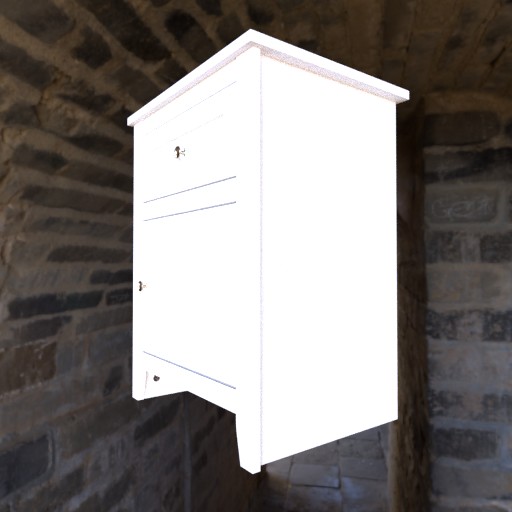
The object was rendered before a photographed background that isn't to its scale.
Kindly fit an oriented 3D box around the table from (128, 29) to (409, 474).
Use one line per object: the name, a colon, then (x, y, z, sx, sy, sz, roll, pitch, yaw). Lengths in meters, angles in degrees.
table: (0.000, 0.000, 0.929, 0.381, 0.635, 0.480, 1, -1, -37)
